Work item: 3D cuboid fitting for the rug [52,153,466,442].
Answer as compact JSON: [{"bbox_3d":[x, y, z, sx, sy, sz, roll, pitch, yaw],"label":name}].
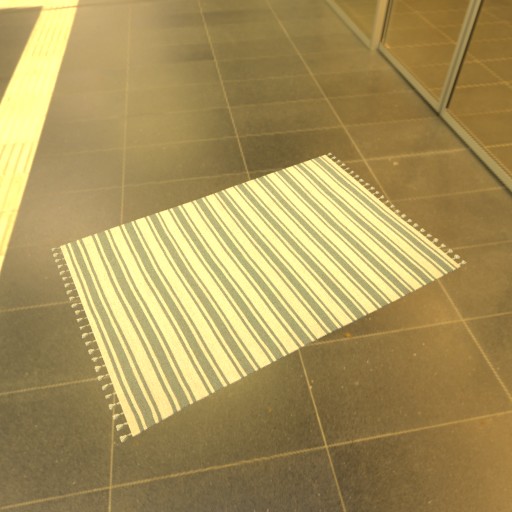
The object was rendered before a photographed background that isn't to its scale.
[{"bbox_3d":[0.000,0.000,3.036,2.410,0.011,1.539,-23,50,-20],"label":"rug"}]
